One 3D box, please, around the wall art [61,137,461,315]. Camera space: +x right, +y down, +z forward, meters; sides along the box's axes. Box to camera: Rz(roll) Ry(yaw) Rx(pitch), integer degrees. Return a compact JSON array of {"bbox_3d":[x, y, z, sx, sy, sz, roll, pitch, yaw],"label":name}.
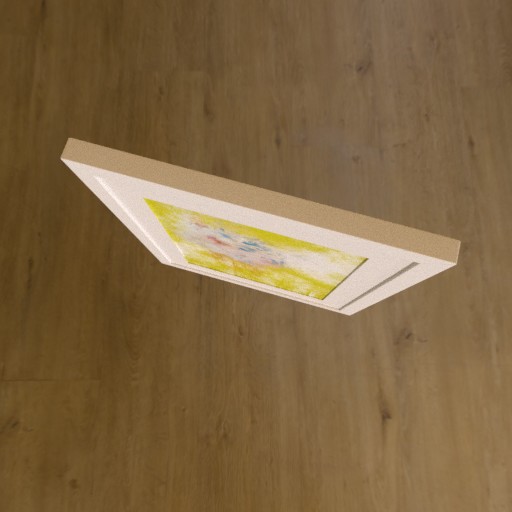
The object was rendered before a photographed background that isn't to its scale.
[{"bbox_3d":[0.000,0.000,0.760,0.454,0.556,0.028,15,77,4],"label":"wall art"}]
